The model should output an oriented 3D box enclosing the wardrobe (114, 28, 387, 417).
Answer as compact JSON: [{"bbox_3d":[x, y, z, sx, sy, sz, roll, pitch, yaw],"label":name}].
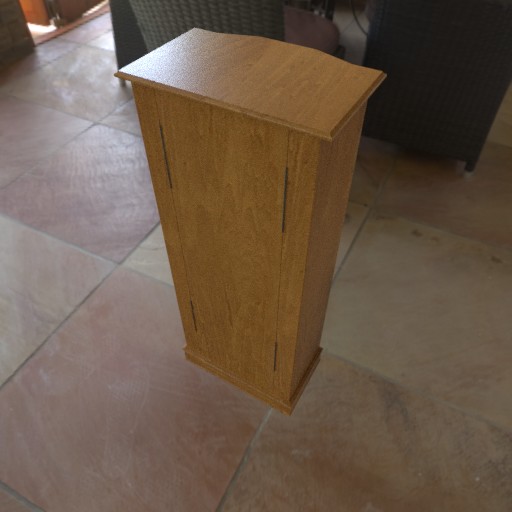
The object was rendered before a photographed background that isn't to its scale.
[{"bbox_3d":[0.000,0.000,1.117,0.406,0.959,0.273,23,51,20],"label":"wardrobe"}]
